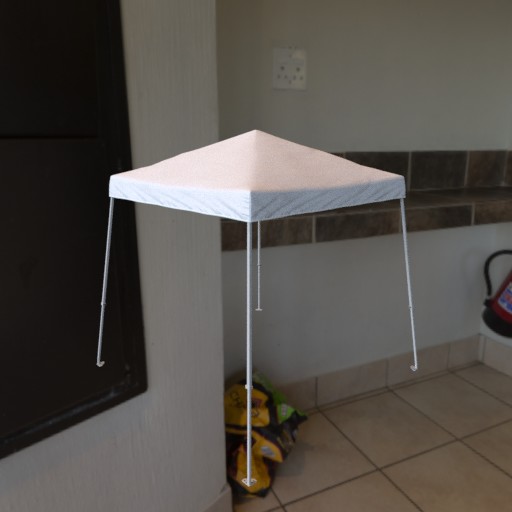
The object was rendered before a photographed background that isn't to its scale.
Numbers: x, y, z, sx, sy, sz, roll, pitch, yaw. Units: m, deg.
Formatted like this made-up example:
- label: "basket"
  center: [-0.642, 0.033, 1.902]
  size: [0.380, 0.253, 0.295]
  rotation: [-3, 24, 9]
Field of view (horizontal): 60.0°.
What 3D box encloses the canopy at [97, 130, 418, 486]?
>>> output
- label: "canopy"
  center: [0.000, 0.000, 5.200]
  size: [2.849, 2.849, 2.848]
  rotation: [-13, 19, -42]
